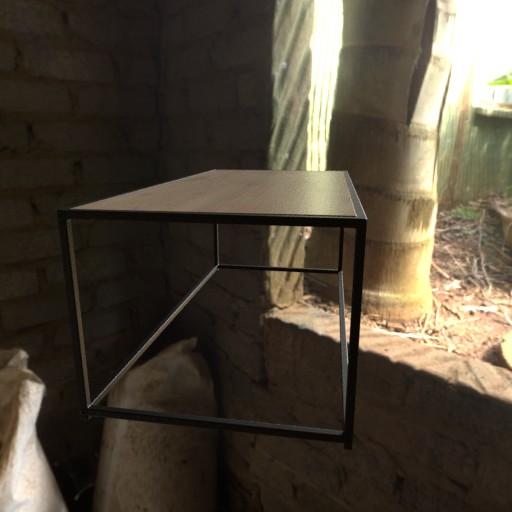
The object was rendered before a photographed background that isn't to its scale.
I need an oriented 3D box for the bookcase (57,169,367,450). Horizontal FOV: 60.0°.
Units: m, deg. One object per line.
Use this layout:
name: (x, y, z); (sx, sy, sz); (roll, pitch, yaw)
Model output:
bookcase: (0.000, 0.000, 1.219); (0.500, 0.400, 1.000); (2, 15, 9)
